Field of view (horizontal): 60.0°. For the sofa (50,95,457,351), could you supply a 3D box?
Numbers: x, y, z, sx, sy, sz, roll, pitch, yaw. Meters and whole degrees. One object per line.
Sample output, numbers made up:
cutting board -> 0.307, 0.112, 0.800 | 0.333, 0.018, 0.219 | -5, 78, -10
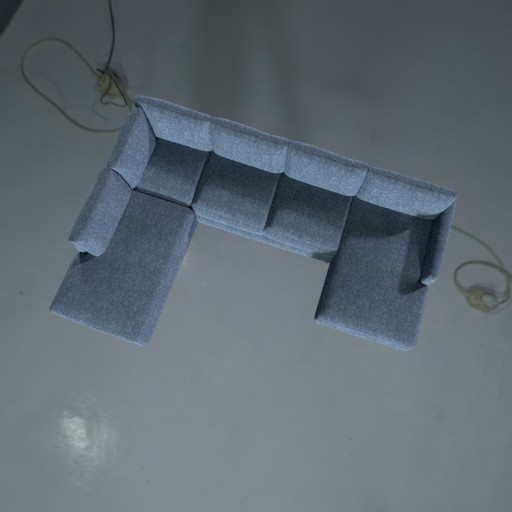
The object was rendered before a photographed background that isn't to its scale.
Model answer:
sofa -> 0.000, 0.000, 3.498 | 2.737, 0.756, 1.879 | 18, 76, 5
